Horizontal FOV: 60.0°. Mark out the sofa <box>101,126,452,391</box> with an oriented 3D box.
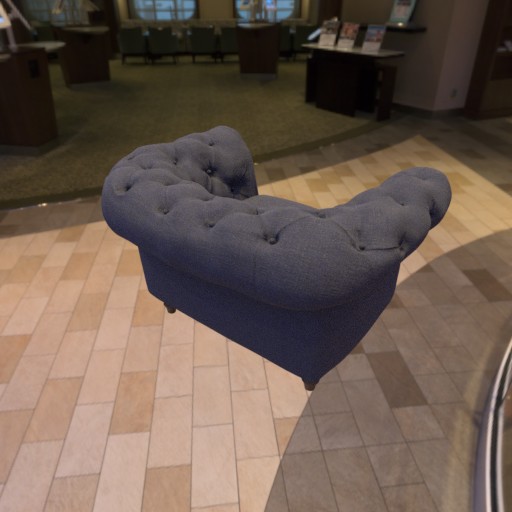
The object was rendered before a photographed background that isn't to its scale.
[{"bbox_3d":[0.000,0.000,2.075,1.405,0.878,1.032,22,37,32],"label":"sofa"}]
